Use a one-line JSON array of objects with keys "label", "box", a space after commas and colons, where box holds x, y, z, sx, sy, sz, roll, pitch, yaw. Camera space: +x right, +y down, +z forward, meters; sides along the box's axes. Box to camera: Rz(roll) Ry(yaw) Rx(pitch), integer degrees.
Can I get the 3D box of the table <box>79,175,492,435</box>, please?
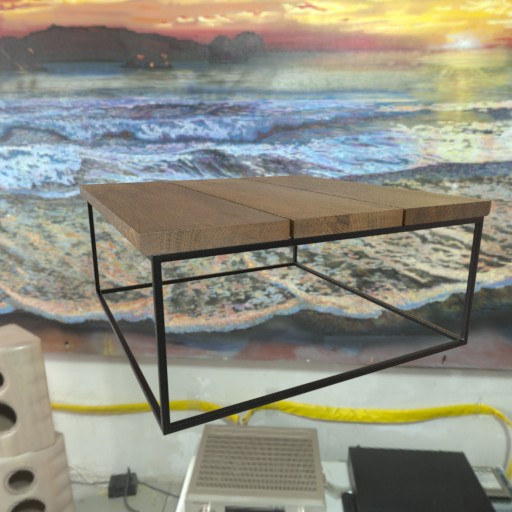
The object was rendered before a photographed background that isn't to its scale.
[{"label": "table", "box": [0.000, 0.000, 1.379, 0.900, 0.400, 0.900, -8, 17, -26]}]
